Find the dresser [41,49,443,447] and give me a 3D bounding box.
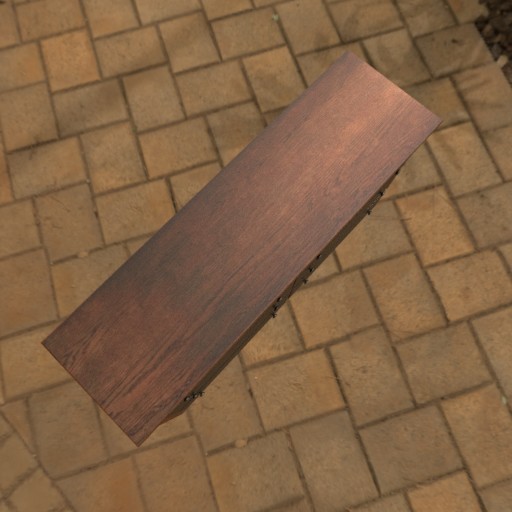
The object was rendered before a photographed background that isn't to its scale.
[{"bbox_3d":[0.000,0.000,1.951,0.463,0.856,1.551,42,79,10],"label":"dresser"}]
